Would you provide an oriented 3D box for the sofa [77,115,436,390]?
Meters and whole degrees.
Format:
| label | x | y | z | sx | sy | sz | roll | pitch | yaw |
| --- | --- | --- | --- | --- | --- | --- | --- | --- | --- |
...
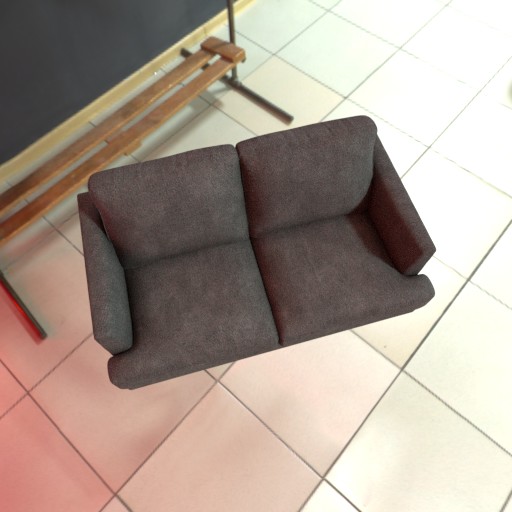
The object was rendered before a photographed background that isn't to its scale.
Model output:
| label | x | y | z | sx | sy | sz | roll | pitch | yaw |
| --- | --- | --- | --- | --- | --- | --- | --- | --- | --- |
| sofa | 0.000 | 0.000 | 2.222 | 1.582 | 0.956 | 0.903 | -14 | 64 | -7 |
